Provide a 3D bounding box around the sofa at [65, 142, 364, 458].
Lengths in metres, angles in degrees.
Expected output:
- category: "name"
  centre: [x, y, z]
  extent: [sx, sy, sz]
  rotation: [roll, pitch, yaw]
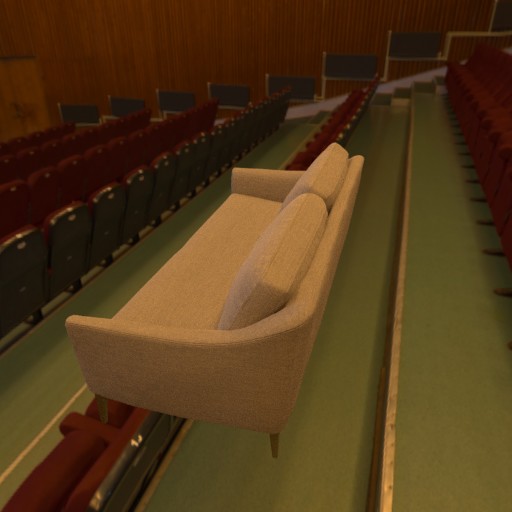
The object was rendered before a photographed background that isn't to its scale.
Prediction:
- category: "sofa"
  centre: [0.000, 0.000, 2.537]
  extent: [0.980, 0.913, 2.036]
  rotation: [9, 30, 15]
